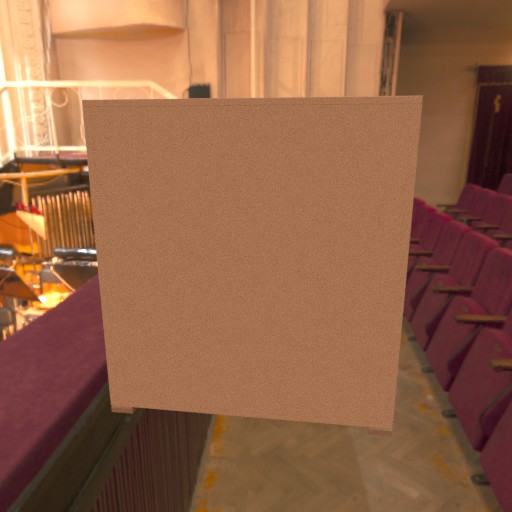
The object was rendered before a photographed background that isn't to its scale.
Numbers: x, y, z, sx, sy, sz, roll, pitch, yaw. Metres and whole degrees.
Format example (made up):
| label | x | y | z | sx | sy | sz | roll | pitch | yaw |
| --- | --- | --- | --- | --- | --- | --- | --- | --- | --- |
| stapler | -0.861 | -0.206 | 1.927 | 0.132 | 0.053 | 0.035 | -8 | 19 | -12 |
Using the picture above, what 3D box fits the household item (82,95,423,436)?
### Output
| label | x | y | z | sx | sy | sz | roll | pitch | yaw |
| --- | --- | --- | --- | --- | --- | --- | --- | --- | --- |
| household item | 0.000 | 0.000 | 1.340 | 0.800 | 0.870 | 0.420 | 2 | 15 | 8 |
